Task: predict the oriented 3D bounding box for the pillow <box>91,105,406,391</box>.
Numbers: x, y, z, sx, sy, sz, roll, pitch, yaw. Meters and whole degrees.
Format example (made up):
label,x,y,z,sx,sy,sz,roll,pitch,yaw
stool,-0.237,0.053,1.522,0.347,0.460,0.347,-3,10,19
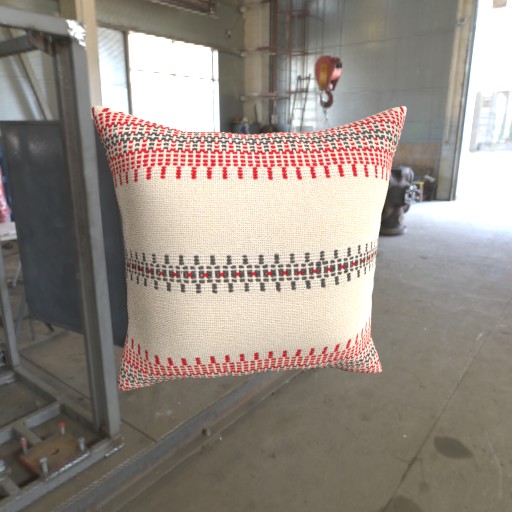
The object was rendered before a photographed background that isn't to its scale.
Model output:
label,x,y,z,sx,sy,sz,roll,pitch,yaw
pillow,0.000,0.000,0.704,0.463,0.454,0.160,-2,16,-7
